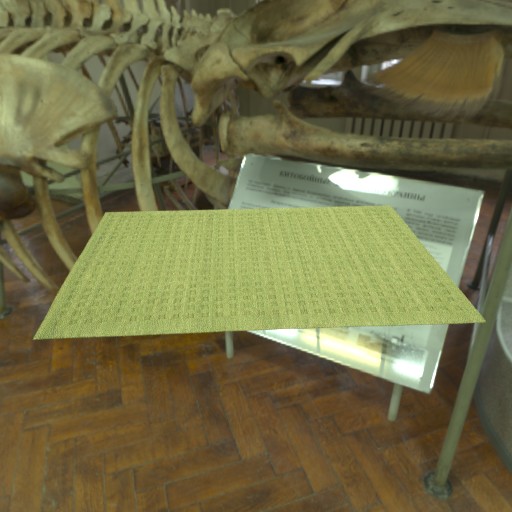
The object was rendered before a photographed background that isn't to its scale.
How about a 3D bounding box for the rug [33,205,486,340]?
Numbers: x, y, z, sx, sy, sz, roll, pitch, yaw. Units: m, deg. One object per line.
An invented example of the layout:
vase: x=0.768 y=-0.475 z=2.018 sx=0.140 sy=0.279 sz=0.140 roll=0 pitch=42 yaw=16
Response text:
rug: x=0.000 y=0.000 z=2.890 sx=2.297 sy=0.007 sz=1.529 roll=-2 pitch=30 yaw=-3
